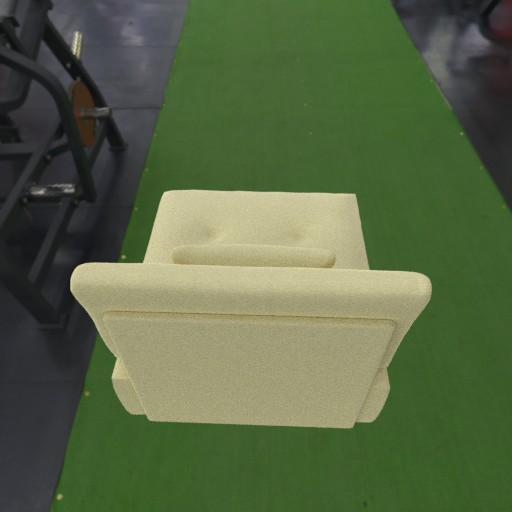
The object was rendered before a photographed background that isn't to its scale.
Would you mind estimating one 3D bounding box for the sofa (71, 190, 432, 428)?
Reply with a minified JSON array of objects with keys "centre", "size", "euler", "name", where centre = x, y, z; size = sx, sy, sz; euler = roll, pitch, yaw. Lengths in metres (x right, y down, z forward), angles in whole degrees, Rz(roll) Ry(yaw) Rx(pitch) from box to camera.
[{"centre":[0.000,0.000,1.687],"size":[0.930,0.820,1.000],"euler":[2,48,1],"name":"sofa"}]
